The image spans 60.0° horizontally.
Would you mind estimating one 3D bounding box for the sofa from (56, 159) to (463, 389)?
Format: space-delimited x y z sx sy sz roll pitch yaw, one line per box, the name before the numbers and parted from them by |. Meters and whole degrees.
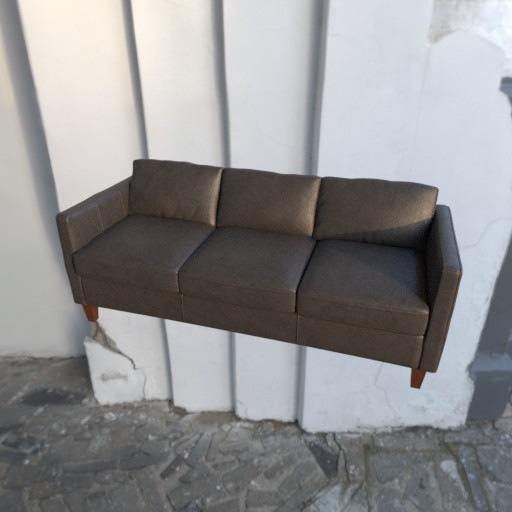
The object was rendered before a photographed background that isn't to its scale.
sofa | 0.000 0.000 3.040 2.464 1.006 1.045 8 28 15
